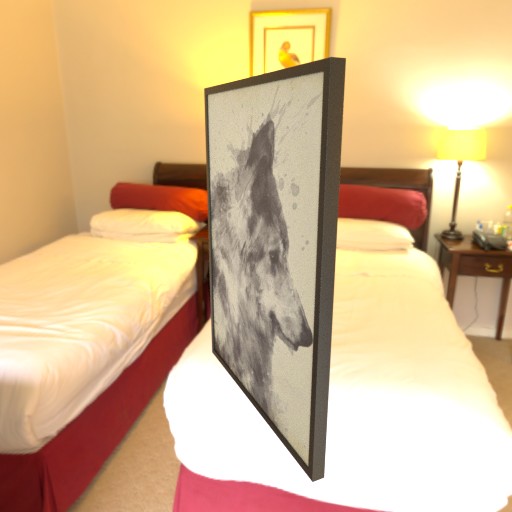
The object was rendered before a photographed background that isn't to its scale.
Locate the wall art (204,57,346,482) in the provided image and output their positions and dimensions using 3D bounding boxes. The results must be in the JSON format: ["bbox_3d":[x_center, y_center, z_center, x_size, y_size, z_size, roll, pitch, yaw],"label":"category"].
[{"bbox_3d":[0.000,0.000,1.411,0.039,1.061,0.804,-7,18,-24],"label":"wall art"}]
